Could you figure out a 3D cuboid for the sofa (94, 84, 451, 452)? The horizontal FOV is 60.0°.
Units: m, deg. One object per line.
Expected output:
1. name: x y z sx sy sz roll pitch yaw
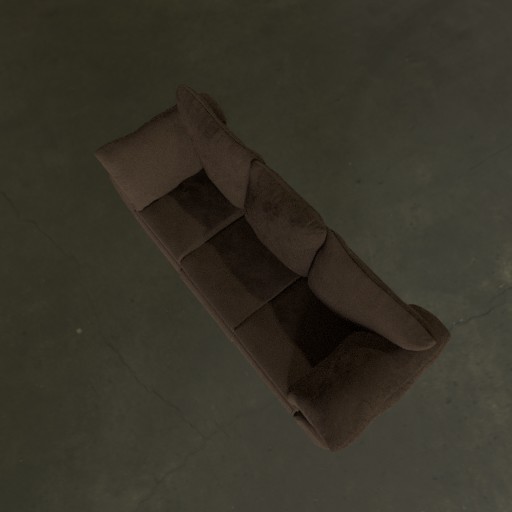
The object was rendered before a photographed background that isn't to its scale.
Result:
1. sofa: 0.000 0.000 2.837 0.878 1.015 2.336 -36 69 -16
